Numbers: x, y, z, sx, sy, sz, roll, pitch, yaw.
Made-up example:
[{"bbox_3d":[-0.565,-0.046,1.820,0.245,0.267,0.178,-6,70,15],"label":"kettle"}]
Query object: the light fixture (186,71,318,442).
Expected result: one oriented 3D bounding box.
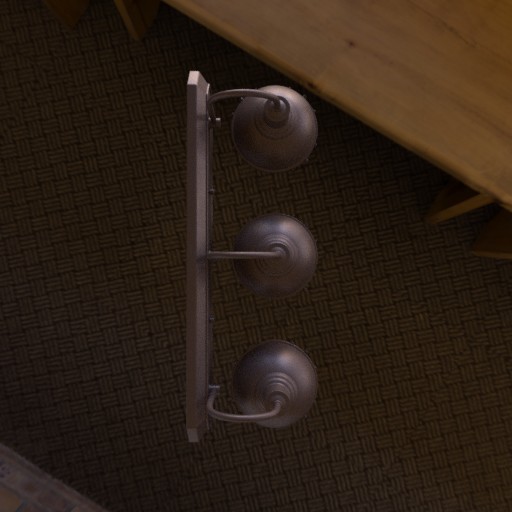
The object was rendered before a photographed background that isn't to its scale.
[{"bbox_3d":[0.000,0.000,0.765,0.229,0.254,0.634,0,90,0],"label":"light fixture"}]
